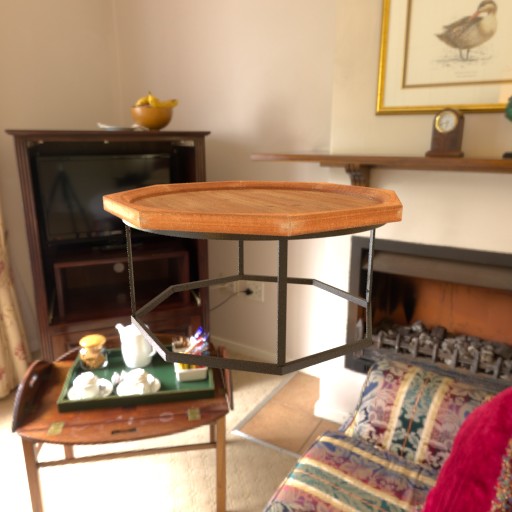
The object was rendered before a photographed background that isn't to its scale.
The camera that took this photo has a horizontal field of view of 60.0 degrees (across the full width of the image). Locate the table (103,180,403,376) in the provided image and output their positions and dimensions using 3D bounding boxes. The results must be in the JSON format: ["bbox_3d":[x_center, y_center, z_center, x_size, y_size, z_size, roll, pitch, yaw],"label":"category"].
[{"bbox_3d":[0.000,0.000,1.564,1.002,0.444,1.002,0,14,0],"label":"table"}]
